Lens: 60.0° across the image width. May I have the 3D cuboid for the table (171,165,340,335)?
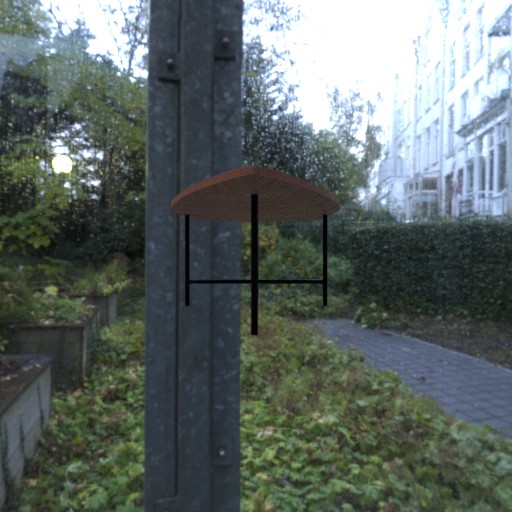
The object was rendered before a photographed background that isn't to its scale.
[{"bbox_3d":[0.000,0.000,1.457,0.598,0.360,1.199,0,0,0],"label":"table"}]
